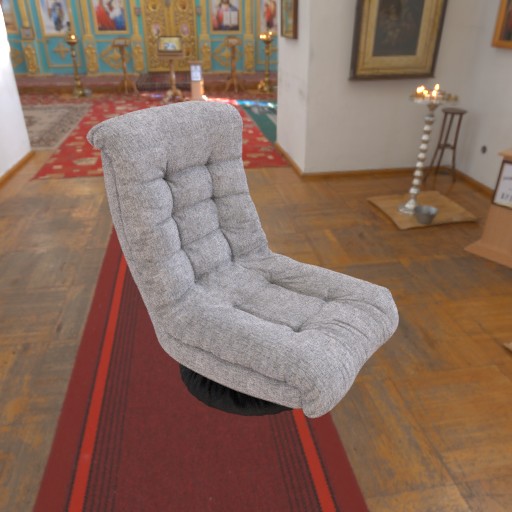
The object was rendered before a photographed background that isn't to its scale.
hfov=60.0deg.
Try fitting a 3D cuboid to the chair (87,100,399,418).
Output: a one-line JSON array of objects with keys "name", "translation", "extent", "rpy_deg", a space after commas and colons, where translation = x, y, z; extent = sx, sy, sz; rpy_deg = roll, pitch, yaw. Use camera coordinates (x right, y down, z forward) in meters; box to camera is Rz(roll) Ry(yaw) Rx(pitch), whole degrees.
[{"name": "chair", "translation": [0.000, 0.000, 0.983], "extent": [0.583, 0.600, 0.400], "rpy_deg": [18, 32, 31]}]
